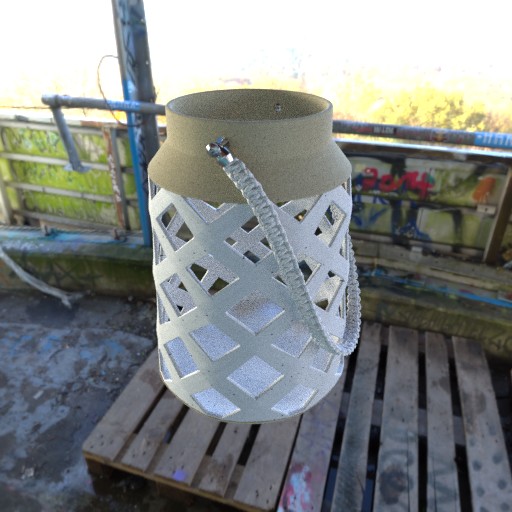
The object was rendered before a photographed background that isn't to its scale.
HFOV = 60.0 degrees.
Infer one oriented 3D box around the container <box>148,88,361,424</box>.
[{"bbox_3d":[0.000,0.000,0.397,0.198,0.264,0.188,10,31,17],"label":"container"}]
